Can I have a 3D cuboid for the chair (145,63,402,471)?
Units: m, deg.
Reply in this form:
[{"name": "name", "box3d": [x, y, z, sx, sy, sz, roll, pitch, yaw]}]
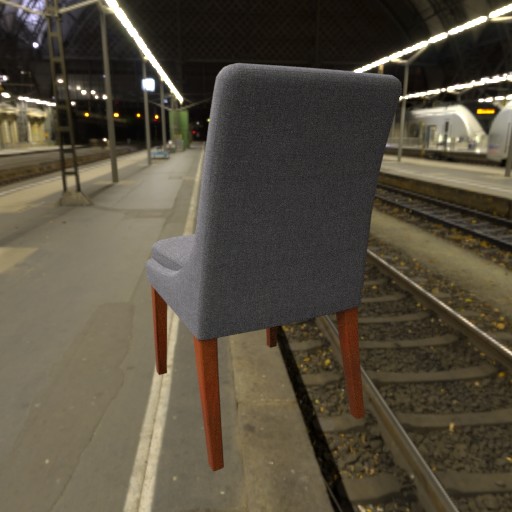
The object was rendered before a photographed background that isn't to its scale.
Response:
[{"name": "chair", "box3d": [0.000, 0.000, 1.306, 0.508, 0.952, 0.655, -8, 17, -26]}]
